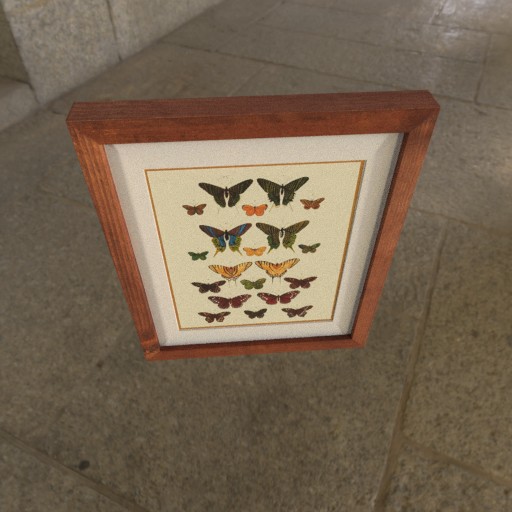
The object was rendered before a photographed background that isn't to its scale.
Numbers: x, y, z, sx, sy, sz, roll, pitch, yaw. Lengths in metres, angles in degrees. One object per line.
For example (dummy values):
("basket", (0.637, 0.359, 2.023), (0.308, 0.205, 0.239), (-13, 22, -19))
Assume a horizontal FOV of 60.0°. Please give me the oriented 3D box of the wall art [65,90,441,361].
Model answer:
("wall art", (0.000, 0.000, 0.619), (0.377, 0.449, 0.039), (-3, 46, -3))
